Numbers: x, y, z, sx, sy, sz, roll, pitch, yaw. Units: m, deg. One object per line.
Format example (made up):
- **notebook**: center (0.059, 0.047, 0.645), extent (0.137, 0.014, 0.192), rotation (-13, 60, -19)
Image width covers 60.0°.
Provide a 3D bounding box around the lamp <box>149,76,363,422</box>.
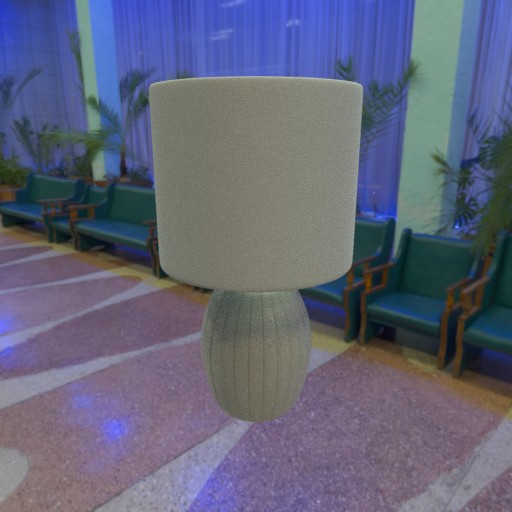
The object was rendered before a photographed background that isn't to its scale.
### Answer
- **lamp**: center (0.000, 0.000, 0.771), extent (0.328, 0.570, 0.328), rotation (0, 16, 0)
